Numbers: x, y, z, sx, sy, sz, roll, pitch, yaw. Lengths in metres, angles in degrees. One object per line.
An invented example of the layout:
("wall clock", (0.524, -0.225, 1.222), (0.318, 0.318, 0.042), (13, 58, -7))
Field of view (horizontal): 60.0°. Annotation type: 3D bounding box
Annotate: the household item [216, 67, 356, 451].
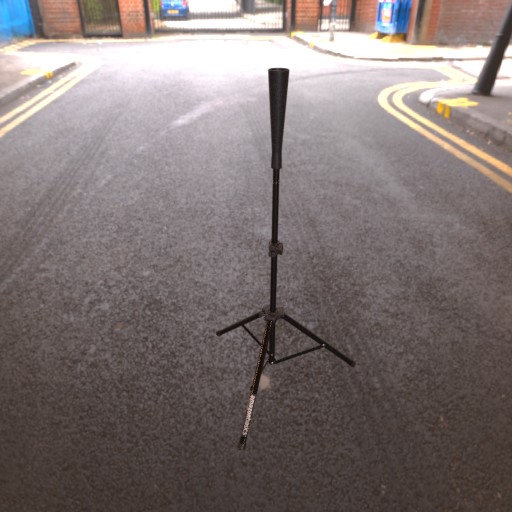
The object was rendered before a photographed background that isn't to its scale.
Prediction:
("household item", (0.000, 0.000, 1.365), (0.559, 1.067, 0.559), (19, 35, 28))
